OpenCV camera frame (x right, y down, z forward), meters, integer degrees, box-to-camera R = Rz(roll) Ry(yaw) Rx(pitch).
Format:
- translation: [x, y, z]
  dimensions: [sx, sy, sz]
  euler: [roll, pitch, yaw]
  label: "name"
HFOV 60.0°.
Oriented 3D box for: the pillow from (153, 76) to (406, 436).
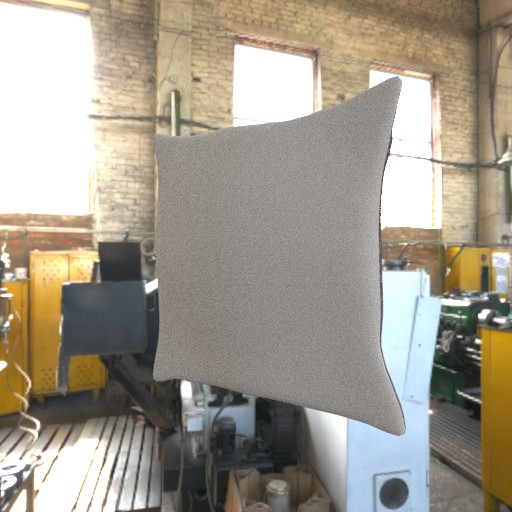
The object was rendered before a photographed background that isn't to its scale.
- translation: [0.000, 0.000, 0.775]
  dimensions: [0.514, 0.513, 0.163]
  euler: [-1, -1, 36]
  label: "pillow"
